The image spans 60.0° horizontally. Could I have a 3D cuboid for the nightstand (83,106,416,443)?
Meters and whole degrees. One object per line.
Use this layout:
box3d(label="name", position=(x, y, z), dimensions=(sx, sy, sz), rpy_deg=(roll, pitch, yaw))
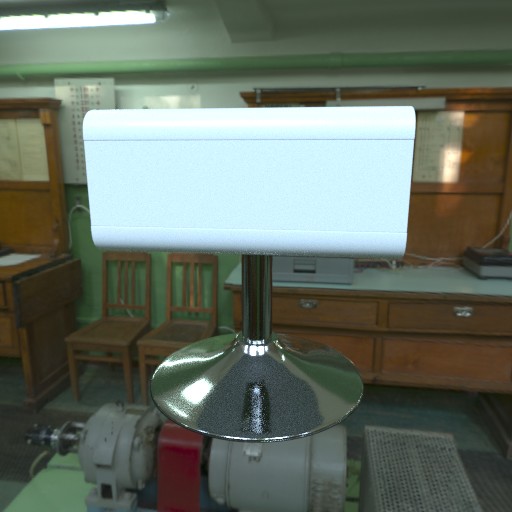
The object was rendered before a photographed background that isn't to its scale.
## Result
box3d(label="nightstand", position=(0.000, 0.000, 0.749), dimensions=(0.404, 0.447, 0.399), rpy_deg=(2, 13, 7))
